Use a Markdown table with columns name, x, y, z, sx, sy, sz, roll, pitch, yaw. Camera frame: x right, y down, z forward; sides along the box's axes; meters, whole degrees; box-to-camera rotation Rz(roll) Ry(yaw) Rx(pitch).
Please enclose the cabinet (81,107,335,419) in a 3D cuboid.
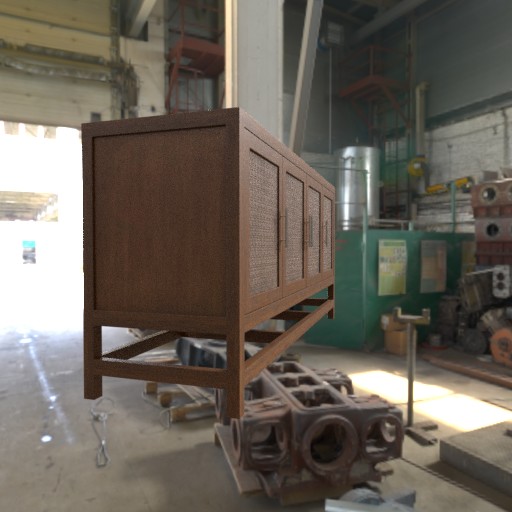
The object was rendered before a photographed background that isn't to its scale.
| name | x | y | z | sx | sy | sz | roll | pitch | yaw |
| --- | --- | --- | --- | --- | --- | --- | --- | --- | --- |
| cabinet | 0.000 | 0.000 | 2.046 | 0.522 | 0.820 | 1.708 | 0 | 2 | 18 |
